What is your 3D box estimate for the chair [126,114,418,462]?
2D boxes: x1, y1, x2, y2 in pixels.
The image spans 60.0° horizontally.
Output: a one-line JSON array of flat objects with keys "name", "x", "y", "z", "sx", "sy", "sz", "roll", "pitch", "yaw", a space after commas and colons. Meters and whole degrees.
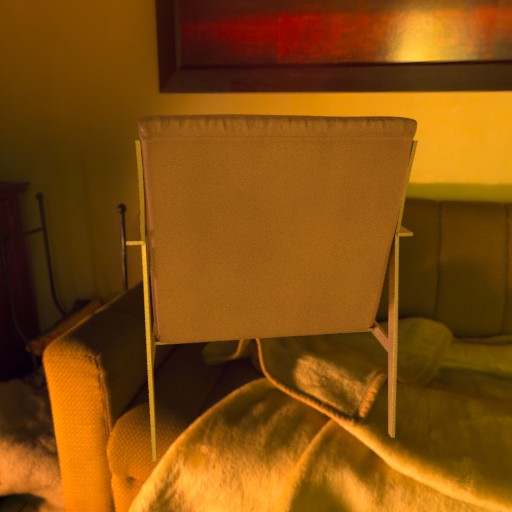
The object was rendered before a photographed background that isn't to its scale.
[{"name": "chair", "x": 0.000, "y": 0.000, "z": 1.414, "sx": 0.701, "sy": 0.823, "sz": 0.848, "roll": -2, "pitch": 15, "yaw": -8}]
